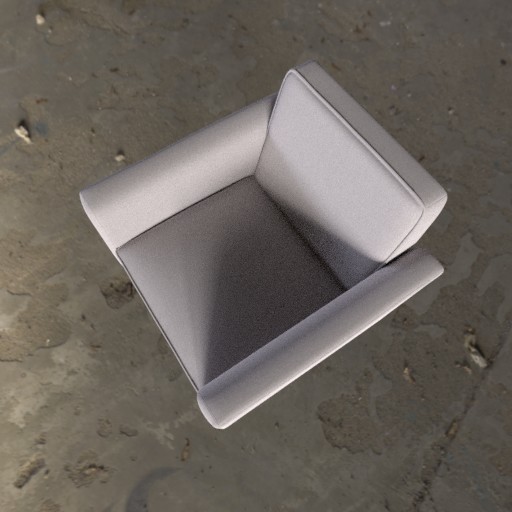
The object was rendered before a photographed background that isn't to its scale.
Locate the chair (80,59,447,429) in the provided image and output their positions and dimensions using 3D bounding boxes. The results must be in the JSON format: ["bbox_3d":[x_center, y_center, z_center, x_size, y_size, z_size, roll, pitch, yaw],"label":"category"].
[{"bbox_3d":[0.000,0.000,1.397,0.750,0.780,0.780,-31,69,-14],"label":"chair"}]
